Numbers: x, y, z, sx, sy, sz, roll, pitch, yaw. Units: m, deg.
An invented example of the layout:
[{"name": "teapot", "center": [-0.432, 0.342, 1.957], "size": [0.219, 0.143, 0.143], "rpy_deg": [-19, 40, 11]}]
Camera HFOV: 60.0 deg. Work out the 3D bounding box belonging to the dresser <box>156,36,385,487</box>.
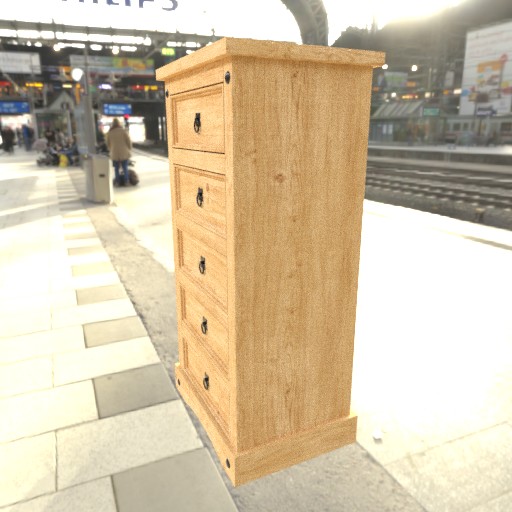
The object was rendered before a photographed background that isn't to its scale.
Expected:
[{"name": "dresser", "center": [0.000, 0.000, 1.288], "size": [0.390, 1.041, 0.531], "rpy_deg": [-8, 17, -25]}]
